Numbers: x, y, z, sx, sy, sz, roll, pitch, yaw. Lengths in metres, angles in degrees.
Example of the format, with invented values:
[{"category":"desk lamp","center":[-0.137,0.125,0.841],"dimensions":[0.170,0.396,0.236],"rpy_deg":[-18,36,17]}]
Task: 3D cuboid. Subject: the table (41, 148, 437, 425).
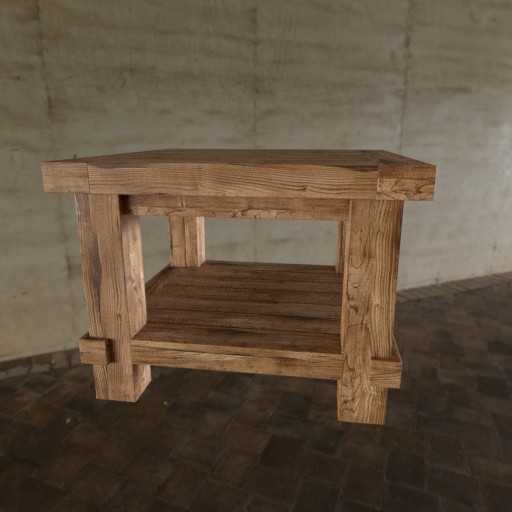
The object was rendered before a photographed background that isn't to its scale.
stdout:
[{"category":"table","center":[0.000,0.000,1.021],"dimensions":[0.610,0.457,0.610],"rpy_deg":[2,16,8]}]
